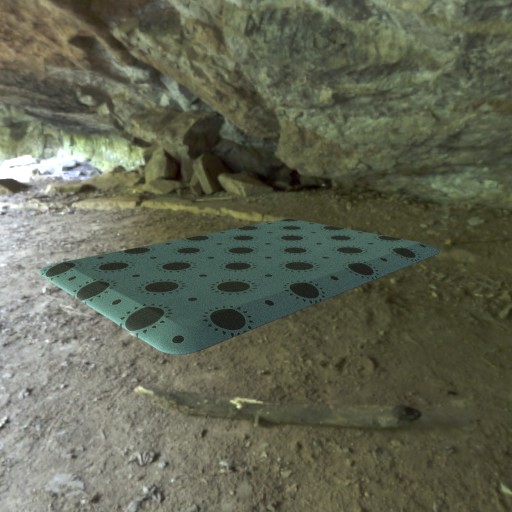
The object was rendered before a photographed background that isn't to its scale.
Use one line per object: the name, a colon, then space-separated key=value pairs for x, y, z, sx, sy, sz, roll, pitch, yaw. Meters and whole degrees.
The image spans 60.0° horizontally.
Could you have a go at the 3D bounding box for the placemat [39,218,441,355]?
placemat: x=0.000 y=0.000 z=0.970 sx=0.762 sy=0.021 sz=0.508 roll=-14 pitch=21 yaw=-42
